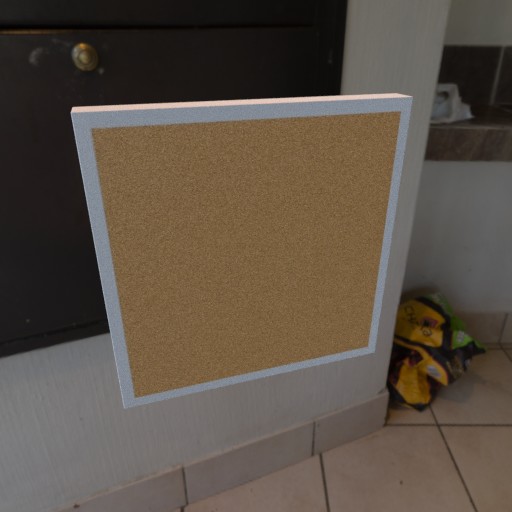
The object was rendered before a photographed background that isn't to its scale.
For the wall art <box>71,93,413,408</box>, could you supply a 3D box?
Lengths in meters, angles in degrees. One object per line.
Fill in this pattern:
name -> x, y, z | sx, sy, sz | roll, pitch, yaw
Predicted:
wall art -> 0.000, 0.000, 0.612 | 0.406, 0.406, 0.038 | -8, 28, -16
